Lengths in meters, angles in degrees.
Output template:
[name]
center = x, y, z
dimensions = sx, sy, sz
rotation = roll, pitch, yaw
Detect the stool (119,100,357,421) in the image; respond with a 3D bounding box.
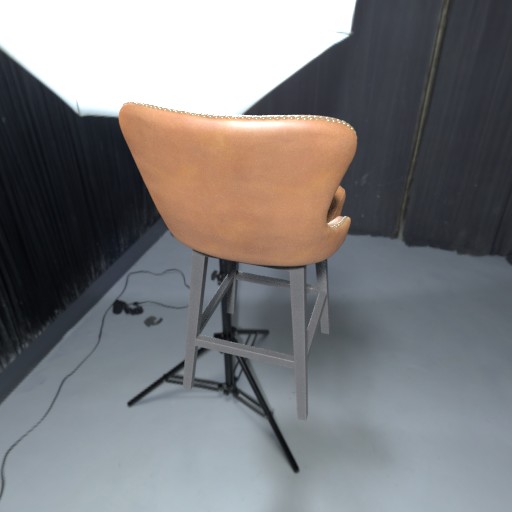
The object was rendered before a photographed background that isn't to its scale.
[stool]
center = 0.000, 0.000, 1.306
dimensions = 0.528, 0.971, 0.593
rotation = 10, 34, 15
